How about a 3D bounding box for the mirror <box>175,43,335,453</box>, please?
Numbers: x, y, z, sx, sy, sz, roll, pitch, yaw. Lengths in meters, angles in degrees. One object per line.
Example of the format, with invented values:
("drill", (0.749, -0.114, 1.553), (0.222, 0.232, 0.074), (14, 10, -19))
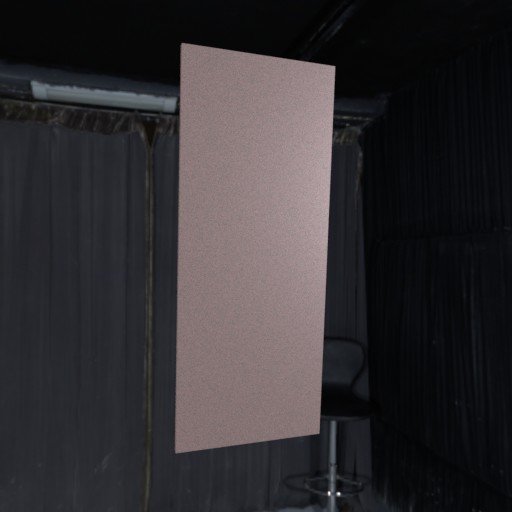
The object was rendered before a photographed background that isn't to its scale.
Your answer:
("mirror", (0.000, 0.000, 2.326), (0.812, 2.020, 0.221), (0, 0, -18))
